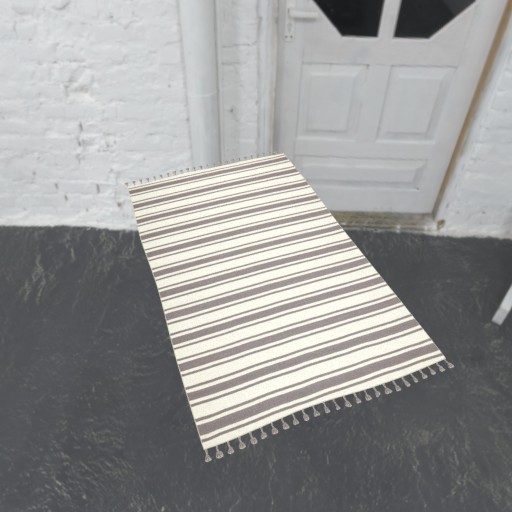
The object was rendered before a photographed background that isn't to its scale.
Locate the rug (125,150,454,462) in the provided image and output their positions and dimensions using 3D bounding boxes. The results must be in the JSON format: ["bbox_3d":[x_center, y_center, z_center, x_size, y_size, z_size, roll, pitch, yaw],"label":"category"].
[{"bbox_3d":[0.000,0.000,2.640,1.229,0.011,2.096,-15,47,-15],"label":"rug"}]
